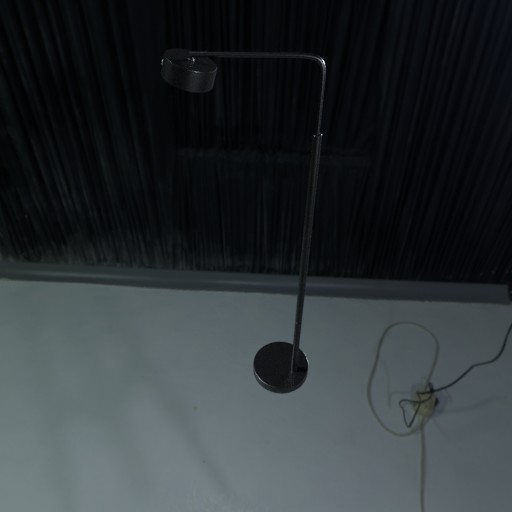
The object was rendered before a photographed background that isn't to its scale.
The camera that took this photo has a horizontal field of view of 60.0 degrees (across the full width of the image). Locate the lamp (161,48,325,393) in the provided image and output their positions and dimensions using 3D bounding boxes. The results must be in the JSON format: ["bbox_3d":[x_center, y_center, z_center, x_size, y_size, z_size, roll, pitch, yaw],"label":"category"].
[{"bbox_3d":[0.000,0.000,1.383,0.418,1.230,0.219,1,42,1],"label":"lamp"}]
